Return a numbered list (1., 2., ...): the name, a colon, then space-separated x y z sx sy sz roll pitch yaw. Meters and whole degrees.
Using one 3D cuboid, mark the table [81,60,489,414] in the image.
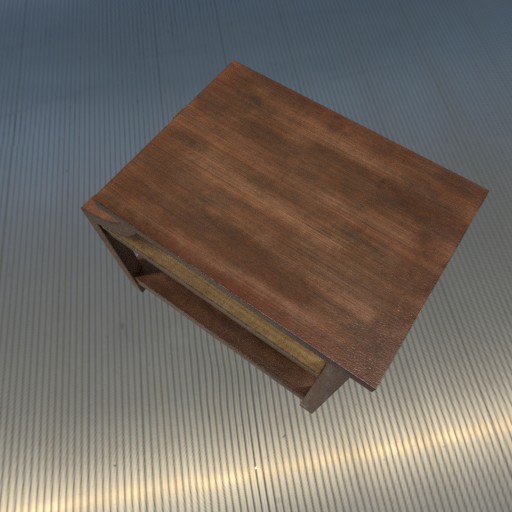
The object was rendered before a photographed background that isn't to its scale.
1. table: 0.000 0.000 0.942 0.609 0.584 0.356 32 69 14
